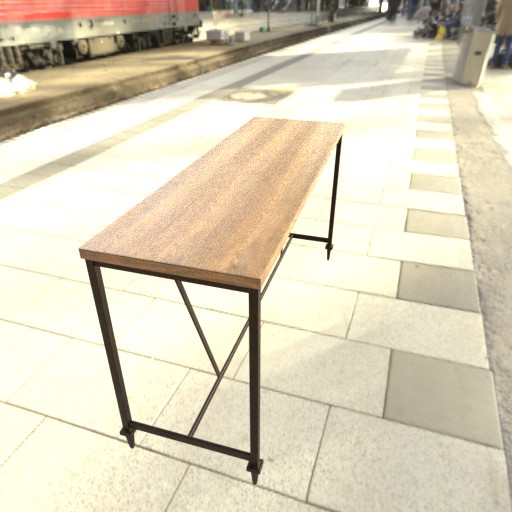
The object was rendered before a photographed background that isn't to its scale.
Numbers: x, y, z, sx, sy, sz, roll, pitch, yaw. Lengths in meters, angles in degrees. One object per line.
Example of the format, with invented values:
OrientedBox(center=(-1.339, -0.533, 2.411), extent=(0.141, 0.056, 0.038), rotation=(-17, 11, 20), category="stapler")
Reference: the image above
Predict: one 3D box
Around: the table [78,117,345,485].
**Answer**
OrientedBox(center=(0.000, 0.000, 2.125), extent=(0.551, 0.902, 1.700), rotation=(9, 31, 15), category="table")
